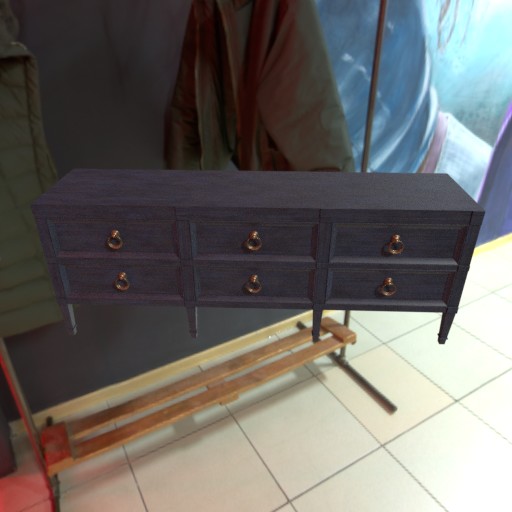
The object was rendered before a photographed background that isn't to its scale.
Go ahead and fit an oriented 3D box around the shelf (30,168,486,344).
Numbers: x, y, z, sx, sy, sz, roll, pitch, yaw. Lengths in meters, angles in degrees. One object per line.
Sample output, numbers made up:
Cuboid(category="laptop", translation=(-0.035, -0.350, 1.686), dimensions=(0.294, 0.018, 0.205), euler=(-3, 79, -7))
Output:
Cuboid(category="shelf", translation=(0.000, 0.000, 2.200), dimensions=(1.878, 0.715, 0.471), euler=(1, 30, 2))
